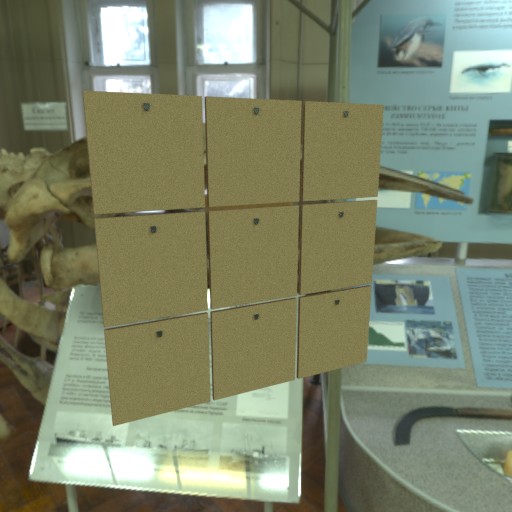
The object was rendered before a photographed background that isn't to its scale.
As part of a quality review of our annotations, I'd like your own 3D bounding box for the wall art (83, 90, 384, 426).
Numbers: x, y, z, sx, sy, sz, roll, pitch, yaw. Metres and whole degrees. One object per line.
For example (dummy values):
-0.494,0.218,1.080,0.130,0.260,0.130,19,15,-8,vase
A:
0.000,0.000,1.815,1.221,1.218,0.024,-7,16,-25,wall art
